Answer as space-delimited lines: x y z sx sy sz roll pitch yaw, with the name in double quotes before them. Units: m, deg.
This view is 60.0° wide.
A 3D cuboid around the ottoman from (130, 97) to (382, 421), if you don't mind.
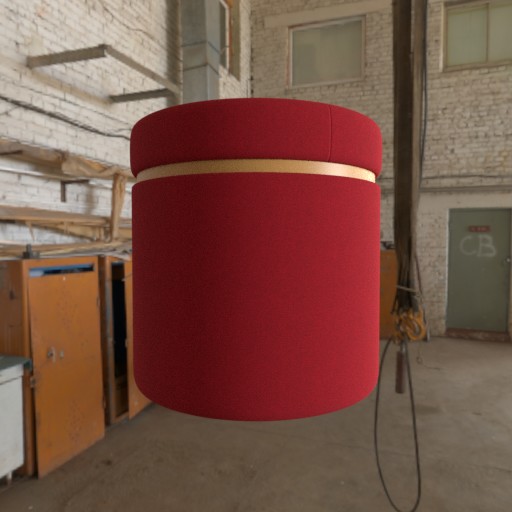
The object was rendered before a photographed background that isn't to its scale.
"ottoman" 0.000 0.000 0.735 0.400 0.406 0.400 0 2 0
